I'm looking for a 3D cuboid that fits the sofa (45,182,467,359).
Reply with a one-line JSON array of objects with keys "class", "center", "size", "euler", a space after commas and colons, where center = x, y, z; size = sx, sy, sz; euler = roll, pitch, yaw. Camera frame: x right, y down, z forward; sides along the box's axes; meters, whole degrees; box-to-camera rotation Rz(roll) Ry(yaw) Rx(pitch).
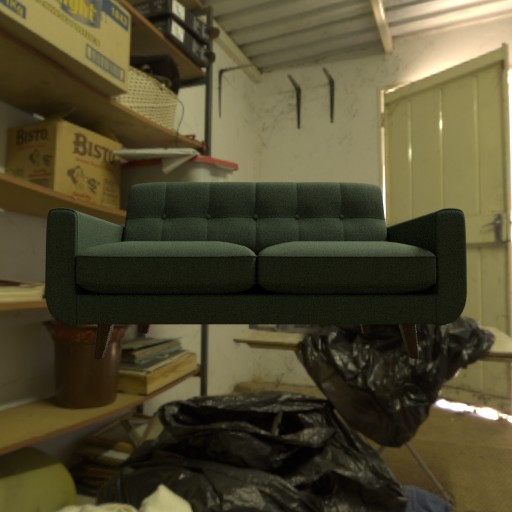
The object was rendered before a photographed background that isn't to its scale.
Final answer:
[{"class": "sofa", "center": [0.000, 0.000, 2.134], "size": [1.631, 0.841, 0.909], "euler": [0, -2, 0]}]
